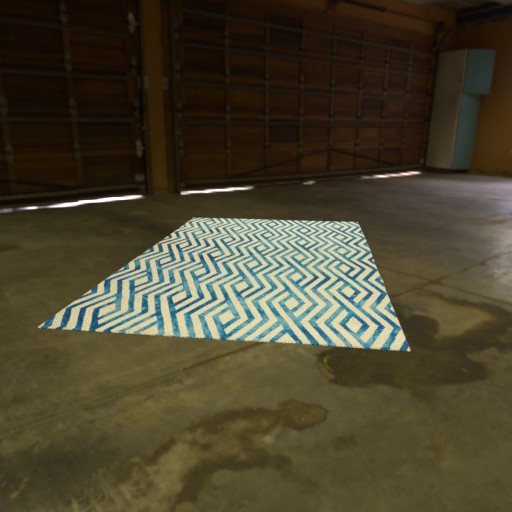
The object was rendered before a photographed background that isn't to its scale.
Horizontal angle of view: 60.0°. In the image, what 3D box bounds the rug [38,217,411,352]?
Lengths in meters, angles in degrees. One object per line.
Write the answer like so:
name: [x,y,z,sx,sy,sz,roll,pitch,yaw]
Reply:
rug: [0.000,0.000,2.937,1.531,0.008,2.439,2,16,8]
